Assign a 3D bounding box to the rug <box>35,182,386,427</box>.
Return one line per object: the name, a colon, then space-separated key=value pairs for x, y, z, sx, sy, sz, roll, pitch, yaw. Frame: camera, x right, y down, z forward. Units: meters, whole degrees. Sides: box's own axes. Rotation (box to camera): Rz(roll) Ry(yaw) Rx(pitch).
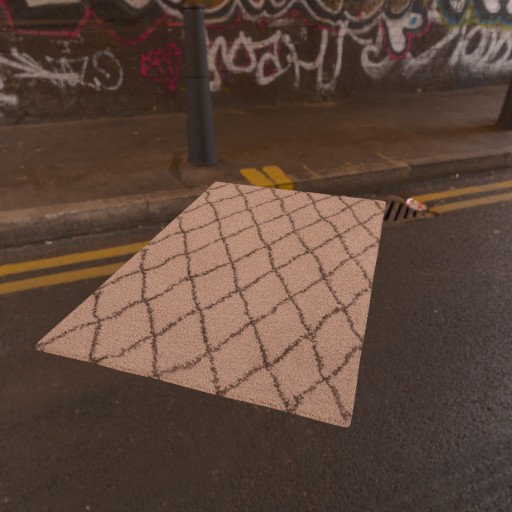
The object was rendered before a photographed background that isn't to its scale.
rug: x=0.000 y=0.000 z=3.407 sx=1.778 sy=0.030 sz=2.743 roll=9 pitch=31 yaw=15
